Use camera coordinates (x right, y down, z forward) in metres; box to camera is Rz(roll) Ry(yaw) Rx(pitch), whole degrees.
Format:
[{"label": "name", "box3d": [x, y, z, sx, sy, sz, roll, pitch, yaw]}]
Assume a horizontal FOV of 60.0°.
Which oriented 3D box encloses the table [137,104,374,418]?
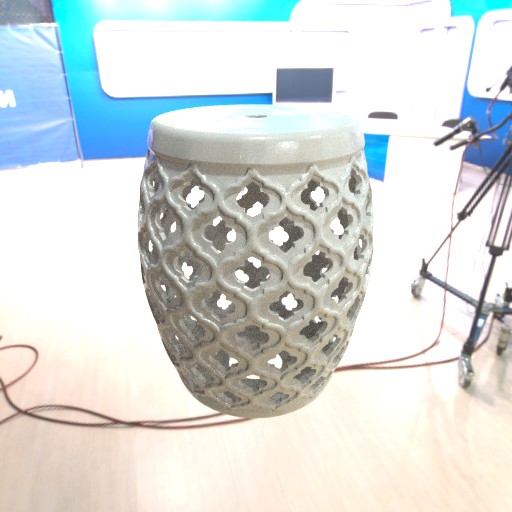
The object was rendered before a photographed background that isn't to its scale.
[{"label": "table", "box3d": [0.000, 0.000, 0.639, 0.325, 0.388, 0.325, 0, 25, 0]}]
